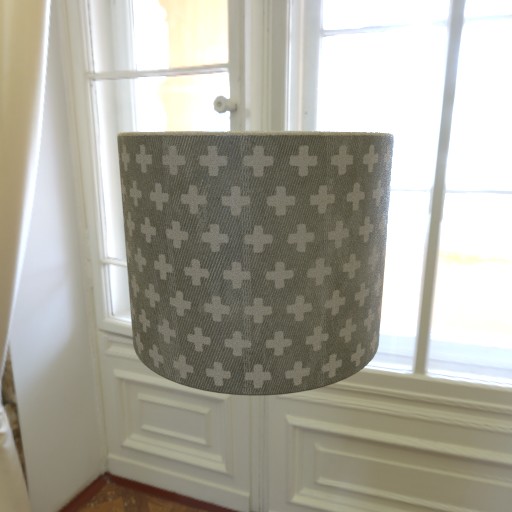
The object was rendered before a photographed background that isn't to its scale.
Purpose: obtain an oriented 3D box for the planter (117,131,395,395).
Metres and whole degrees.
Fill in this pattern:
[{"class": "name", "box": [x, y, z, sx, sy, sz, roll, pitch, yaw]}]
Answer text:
[{"class": "planter", "box": [0.000, 0.000, 0.339, 0.190, 0.181, 0.190, 0, 15, 0]}]
